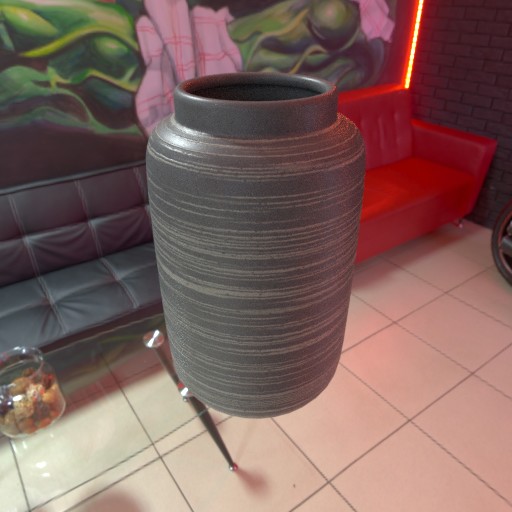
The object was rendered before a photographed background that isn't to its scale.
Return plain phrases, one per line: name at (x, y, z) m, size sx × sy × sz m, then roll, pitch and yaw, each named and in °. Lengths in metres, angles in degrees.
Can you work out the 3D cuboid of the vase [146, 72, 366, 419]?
vase at (0.000, 0.000, 0.681) m, size 0.297 × 0.499 × 0.297 m, roll 0°, pitch 31°, yaw 0°
